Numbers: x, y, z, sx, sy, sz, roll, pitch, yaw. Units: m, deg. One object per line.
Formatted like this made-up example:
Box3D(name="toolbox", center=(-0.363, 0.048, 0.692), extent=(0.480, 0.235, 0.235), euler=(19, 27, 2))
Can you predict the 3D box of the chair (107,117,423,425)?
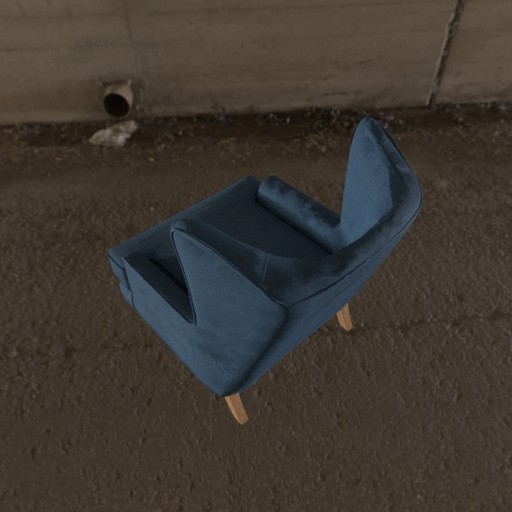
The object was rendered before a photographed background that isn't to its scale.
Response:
Box3D(name="chair", center=(0.000, 0.000, 1.652), extent=(0.793, 0.952, 0.910), euler=(-33, 54, -28))
